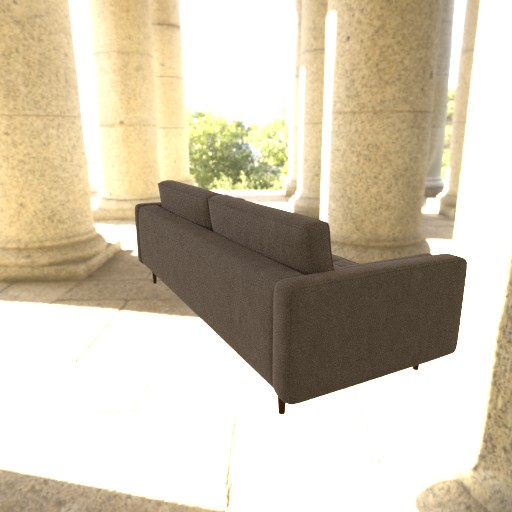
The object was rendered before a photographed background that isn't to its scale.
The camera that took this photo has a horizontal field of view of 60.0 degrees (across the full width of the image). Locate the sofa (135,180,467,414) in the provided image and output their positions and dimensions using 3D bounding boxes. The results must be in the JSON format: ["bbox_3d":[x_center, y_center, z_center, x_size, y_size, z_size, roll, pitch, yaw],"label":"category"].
[{"bbox_3d":[0.000,0.000,2.634,0.919,0.770,2.200,-8,17,-27],"label":"sofa"}]
